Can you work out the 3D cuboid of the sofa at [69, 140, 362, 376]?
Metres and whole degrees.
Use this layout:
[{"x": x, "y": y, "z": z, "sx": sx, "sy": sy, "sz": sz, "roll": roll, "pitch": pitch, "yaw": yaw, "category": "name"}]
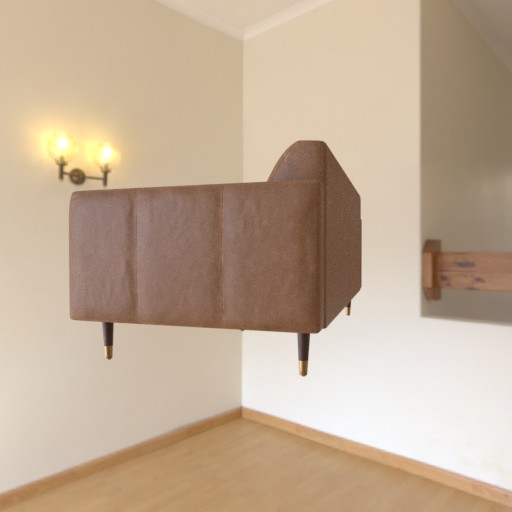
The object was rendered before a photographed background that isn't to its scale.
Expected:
[{"x": 0.000, "y": 0.000, "z": 2.399, "sx": 0.993, "sy": 0.821, "sz": 1.847, "roll": 0, "pitch": 1, "yaw": 18, "category": "sofa"}]
